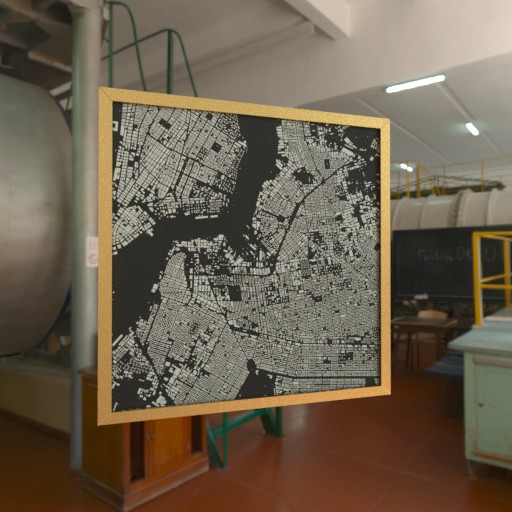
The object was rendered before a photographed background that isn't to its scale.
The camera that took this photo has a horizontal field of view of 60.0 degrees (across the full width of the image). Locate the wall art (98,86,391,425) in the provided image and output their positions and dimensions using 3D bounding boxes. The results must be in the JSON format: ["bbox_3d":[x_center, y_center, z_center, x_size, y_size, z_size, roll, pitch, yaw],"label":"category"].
[{"bbox_3d":[0.000,0.000,1.918,1.284,1.284,0.095,0,-1,-18],"label":"wall art"}]
